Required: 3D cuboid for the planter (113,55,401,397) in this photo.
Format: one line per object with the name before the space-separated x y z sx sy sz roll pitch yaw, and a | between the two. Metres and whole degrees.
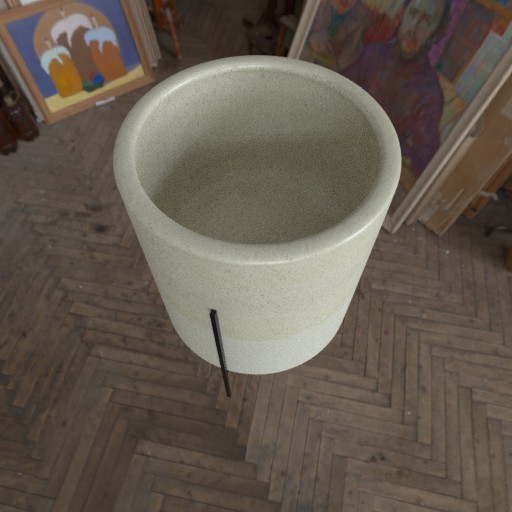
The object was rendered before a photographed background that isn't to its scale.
planter | 0.000 0.000 0.702 0.324 0.483 0.333 15 59 9
